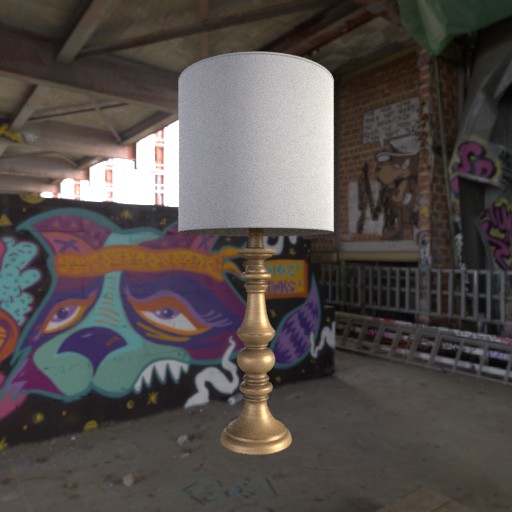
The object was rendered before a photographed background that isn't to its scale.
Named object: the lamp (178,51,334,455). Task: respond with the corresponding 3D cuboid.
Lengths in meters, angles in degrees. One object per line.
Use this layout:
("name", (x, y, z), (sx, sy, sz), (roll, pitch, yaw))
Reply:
("lamp", (0.000, 0.000, 0.723), (0.250, 0.597, 0.250), (0, 0, -16))
